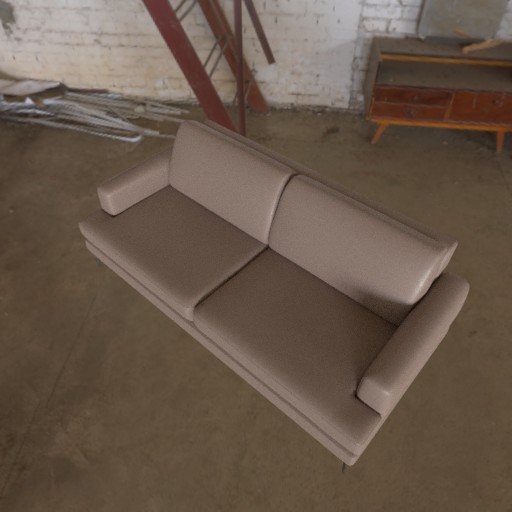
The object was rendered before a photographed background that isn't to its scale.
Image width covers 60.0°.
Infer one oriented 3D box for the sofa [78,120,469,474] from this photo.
[{"bbox_3d":[0.000,0.000,2.360,1.940,0.765,0.974,33,55,27],"label":"sofa"}]
